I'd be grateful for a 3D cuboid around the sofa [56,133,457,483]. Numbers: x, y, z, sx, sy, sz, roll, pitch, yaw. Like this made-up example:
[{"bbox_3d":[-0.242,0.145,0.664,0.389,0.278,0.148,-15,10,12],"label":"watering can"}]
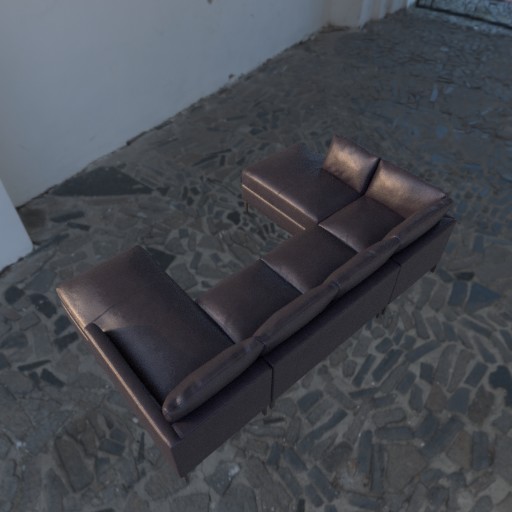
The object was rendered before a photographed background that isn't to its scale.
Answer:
[{"bbox_3d":[0.000,0.000,3.760,2.956,0.900,1.939,-32,54,-27],"label":"sofa"}]
